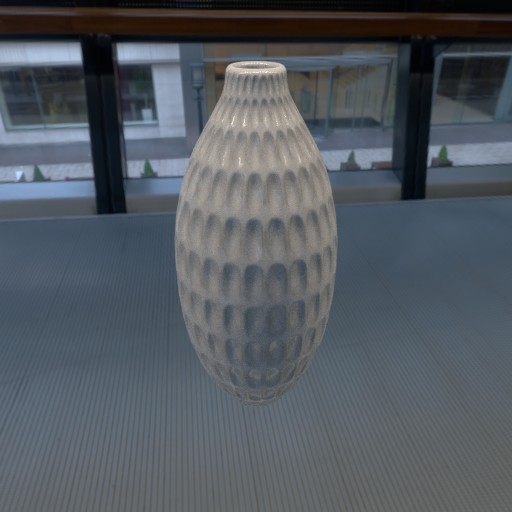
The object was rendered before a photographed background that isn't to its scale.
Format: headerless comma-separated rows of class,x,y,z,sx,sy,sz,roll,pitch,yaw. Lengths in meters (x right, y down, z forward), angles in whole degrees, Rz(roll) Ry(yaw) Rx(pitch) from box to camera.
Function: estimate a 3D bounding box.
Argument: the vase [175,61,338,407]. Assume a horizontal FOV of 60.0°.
vase,0.000,0.000,0.353,0.127,0.282,0.127,0,31,0
